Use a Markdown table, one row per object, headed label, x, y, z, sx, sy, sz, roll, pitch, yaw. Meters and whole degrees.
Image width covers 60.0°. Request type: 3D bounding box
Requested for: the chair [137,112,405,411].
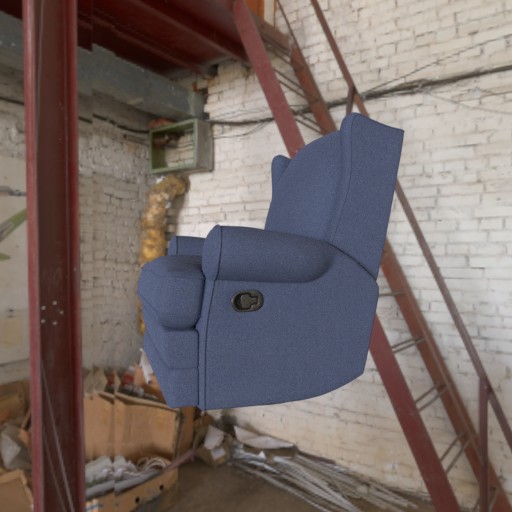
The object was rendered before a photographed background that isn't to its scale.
| label | x | y | z | sx | sy | sz | roll | pitch | yaw |
| --- | --- | --- | --- | --- | --- | --- | --- | --- | --- |
| chair | 0.000 | 0.000 | 1.778 | 0.877 | 1.020 | 0.971 | 0 | 0 | -19 |
